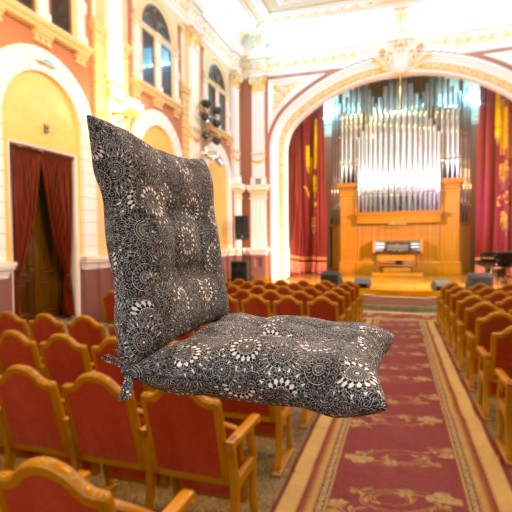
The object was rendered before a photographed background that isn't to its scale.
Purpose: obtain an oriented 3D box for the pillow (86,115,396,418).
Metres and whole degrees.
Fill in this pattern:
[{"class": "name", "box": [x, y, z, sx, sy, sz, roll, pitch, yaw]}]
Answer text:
[{"class": "pillow", "box": [0.000, 0.000, 0.979, 0.585, 0.536, 0.541, 1, 2, 18]}]
